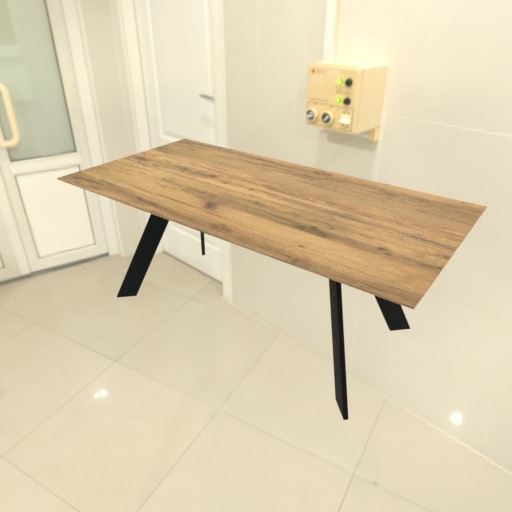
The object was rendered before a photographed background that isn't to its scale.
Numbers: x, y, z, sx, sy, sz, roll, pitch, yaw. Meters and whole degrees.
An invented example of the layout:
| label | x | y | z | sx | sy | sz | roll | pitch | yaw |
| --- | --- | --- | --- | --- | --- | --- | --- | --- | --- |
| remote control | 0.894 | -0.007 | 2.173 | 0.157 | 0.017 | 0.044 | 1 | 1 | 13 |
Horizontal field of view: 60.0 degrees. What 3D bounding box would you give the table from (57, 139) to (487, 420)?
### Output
| label | x | y | z | sx | sy | sz | roll | pitch | yaw |
| --- | --- | --- | --- | --- | --- | --- | --- | --- | --- |
| table | 0.000 | 0.000 | 2.474 | 2.000 | 0.770 | 1.000 | 20 | 36 | 31 |
